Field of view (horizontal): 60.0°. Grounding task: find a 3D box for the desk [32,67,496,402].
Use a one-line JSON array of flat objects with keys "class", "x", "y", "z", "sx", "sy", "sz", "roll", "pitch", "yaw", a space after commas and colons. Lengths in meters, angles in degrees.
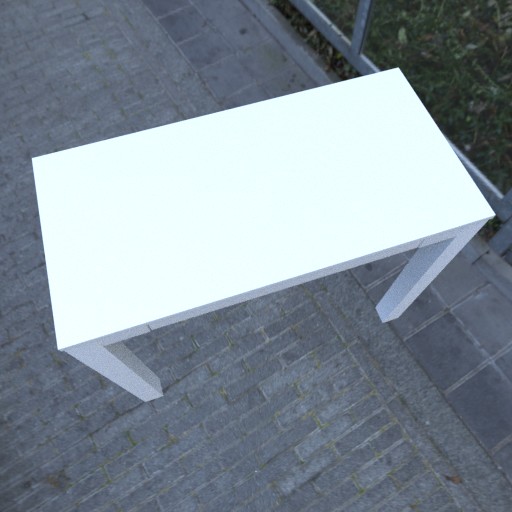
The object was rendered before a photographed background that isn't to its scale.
[{"class": "desk", "x": 0.000, "y": 0.000, "z": 1.391, "sx": 0.990, "sy": 0.762, "sz": 0.497, "roll": -17, "pitch": 65, "yaw": -8}]
